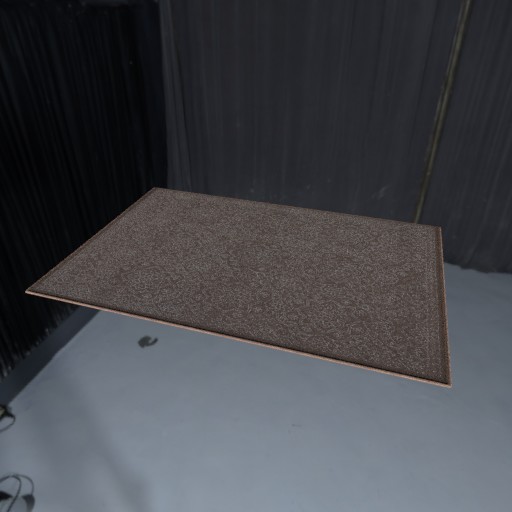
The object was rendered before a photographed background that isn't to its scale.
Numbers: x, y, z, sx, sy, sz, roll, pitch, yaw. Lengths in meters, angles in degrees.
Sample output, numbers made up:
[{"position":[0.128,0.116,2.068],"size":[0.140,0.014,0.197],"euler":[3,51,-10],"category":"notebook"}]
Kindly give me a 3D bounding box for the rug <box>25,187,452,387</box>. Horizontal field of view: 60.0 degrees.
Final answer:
[{"position":[0.000,0.000,2.846],"size":[2.286,0.011,1.524],"euler":[10,34,15],"category":"rug"}]
